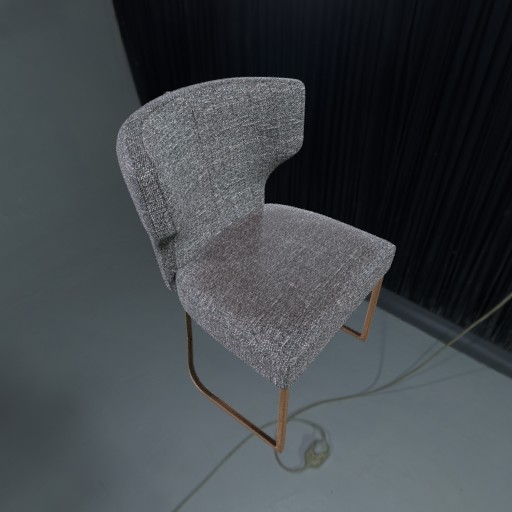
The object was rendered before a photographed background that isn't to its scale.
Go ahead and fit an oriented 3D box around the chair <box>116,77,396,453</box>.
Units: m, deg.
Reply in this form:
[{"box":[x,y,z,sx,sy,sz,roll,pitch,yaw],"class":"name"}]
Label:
[{"box":[0.000,0.000,1.273,0.617,0.824,0.611,28,48,28],"class":"chair"}]
